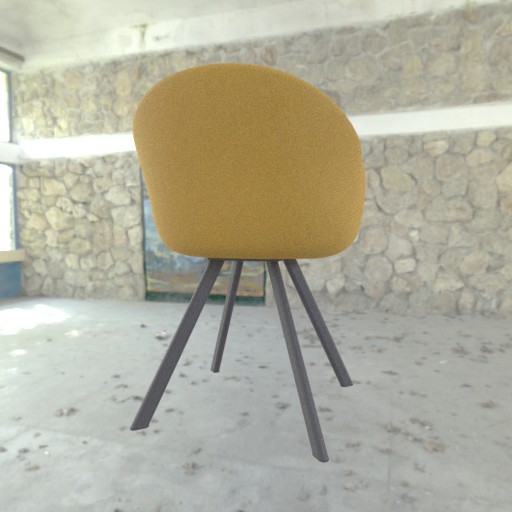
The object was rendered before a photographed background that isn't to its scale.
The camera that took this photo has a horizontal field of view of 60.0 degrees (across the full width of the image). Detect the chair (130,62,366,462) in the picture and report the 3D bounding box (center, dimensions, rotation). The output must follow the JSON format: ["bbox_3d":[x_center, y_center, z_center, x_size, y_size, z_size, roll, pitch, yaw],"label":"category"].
[{"bbox_3d":[0.000,0.000,1.168,0.551,0.793,0.583,1,4,18],"label":"chair"}]
